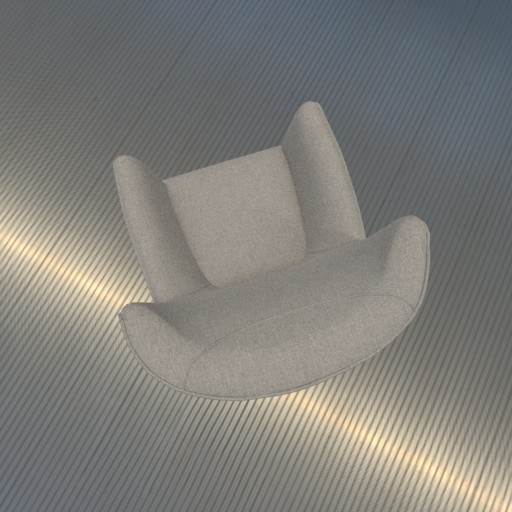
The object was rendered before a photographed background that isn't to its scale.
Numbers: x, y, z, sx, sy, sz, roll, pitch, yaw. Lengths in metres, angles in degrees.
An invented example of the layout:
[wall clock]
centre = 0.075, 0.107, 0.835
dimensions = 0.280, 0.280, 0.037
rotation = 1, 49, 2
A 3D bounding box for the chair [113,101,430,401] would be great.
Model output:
[chair]
centre = 0.000, 0.000, 1.541
dimensions = 0.781, 0.933, 0.888
rotation = -18, 76, -4
